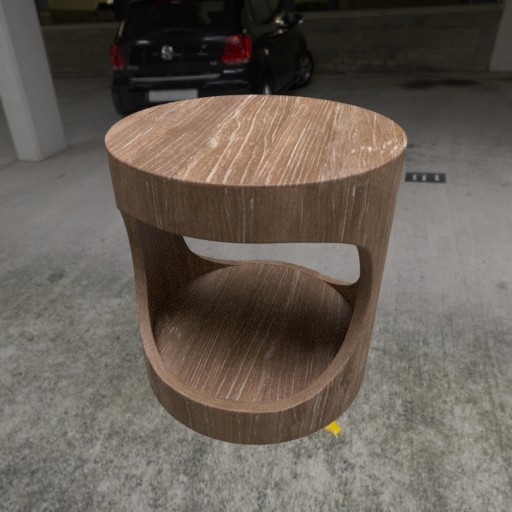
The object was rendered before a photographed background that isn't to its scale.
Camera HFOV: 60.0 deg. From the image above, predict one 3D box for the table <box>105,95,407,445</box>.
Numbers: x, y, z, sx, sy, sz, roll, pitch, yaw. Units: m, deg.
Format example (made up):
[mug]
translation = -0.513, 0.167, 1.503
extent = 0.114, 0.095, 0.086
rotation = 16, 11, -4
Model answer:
[table]
translation = 0.000, 0.000, 0.949
extent = 0.527, 0.551, 0.527
rotation = 0, 32, 0
